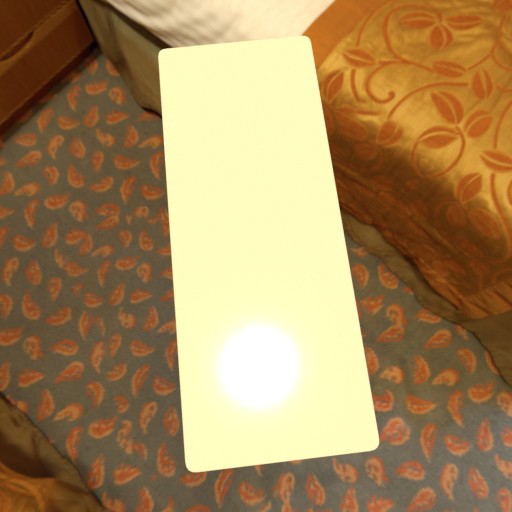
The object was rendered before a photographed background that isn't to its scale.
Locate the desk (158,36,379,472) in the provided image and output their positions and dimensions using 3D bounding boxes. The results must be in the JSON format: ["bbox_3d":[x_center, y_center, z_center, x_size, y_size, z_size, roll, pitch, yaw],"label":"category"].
[{"bbox_3d":[0.000,0.000,1.785,0.550,0.762,1.400,-6,75,-2],"label":"desk"}]
